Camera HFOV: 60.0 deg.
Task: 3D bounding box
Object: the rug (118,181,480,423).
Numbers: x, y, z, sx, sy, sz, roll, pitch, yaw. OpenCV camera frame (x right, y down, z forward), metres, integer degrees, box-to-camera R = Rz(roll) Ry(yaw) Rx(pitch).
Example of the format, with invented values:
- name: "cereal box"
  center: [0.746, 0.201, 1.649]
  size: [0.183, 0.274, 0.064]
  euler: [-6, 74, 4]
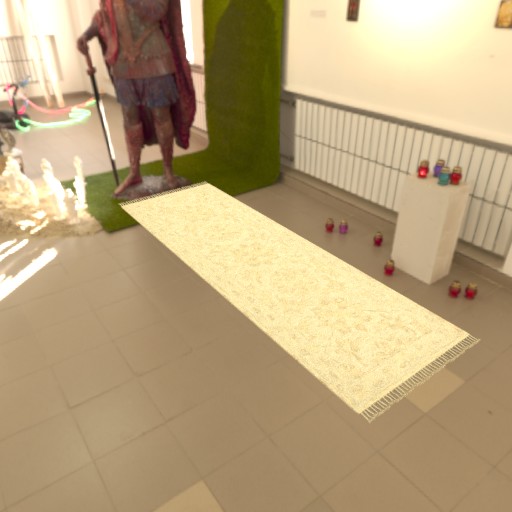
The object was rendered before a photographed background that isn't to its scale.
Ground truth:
- name: "rug"
  center: [0.000, 0.000, 2.800]
  size: [0.795, 0.015, 2.544]
  euler: [-21, 37, -31]
